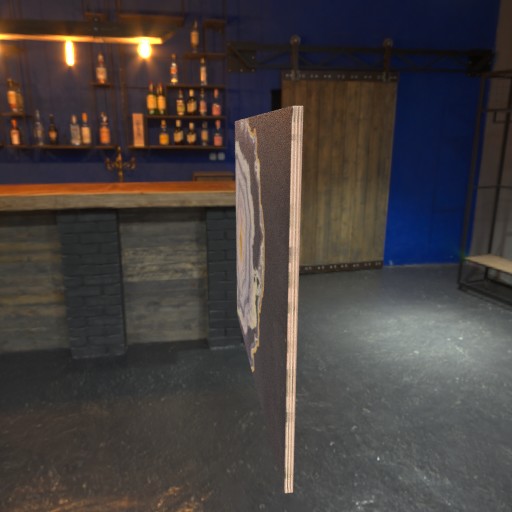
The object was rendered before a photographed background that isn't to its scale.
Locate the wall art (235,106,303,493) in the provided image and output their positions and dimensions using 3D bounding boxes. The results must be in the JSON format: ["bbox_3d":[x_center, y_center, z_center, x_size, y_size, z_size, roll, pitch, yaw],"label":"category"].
[{"bbox_3d":[0.000,0.000,0.681,0.010,0.408,0.508,-2,16,-8],"label":"wall art"}]
